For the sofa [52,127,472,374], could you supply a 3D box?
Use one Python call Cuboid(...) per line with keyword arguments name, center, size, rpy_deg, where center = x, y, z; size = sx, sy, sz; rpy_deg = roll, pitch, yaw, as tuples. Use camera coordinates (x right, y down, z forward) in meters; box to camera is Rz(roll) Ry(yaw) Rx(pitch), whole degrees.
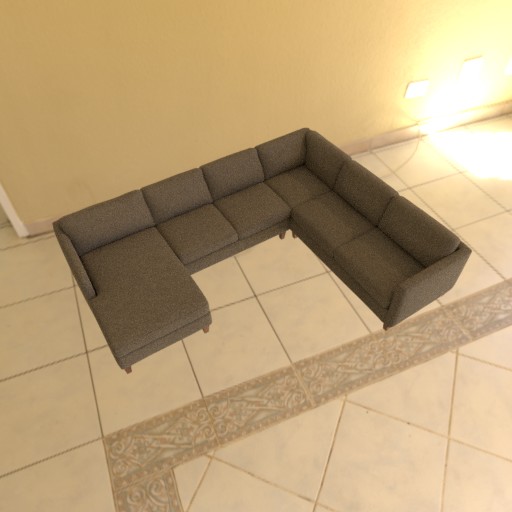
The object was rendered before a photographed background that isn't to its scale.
Cuboid(name="sofa", center=(0.000, 0.000, 4.446), size=(3.238, 0.853, 2.551), rpy_deg=(-25, 52, -21))
